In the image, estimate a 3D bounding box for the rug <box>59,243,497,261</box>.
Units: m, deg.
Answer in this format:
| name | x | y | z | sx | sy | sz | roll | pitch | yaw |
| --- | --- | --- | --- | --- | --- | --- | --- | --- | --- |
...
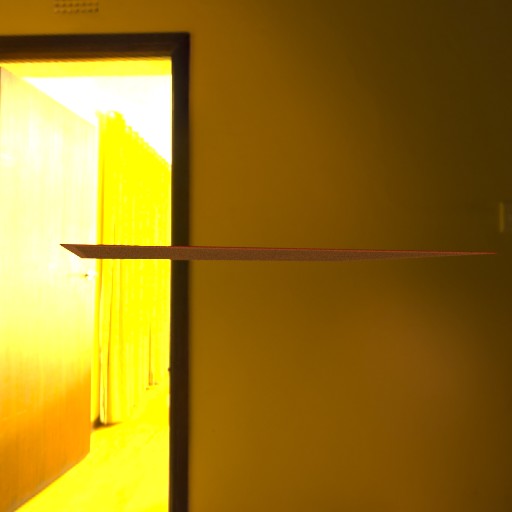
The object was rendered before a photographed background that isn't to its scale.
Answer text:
| name | x | y | z | sx | sy | sz | roll | pitch | yaw |
| --- | --- | --- | --- | --- | --- | --- | --- | --- | --- |
| rug | 0.000 | 0.000 | 3.844 | 2.929 | 0.012 | 2.300 | 1 | -2 | -19 |
